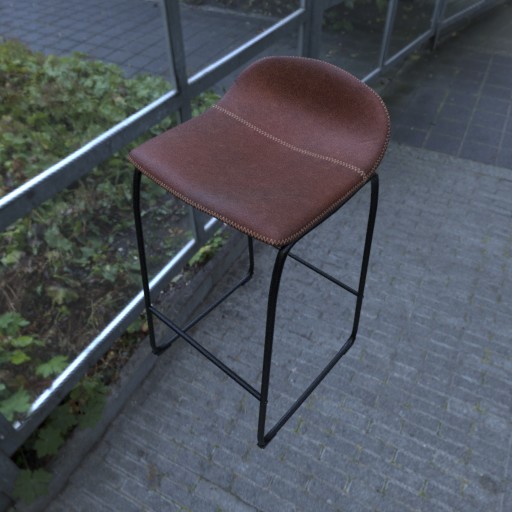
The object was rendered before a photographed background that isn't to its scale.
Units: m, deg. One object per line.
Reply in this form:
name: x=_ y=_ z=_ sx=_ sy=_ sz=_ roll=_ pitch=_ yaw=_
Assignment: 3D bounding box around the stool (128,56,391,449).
stool: x=0.000 y=0.000 z=1.121 sx=0.454 sy=0.830 sz=0.473 roll=32 pitch=53 yaw=28
